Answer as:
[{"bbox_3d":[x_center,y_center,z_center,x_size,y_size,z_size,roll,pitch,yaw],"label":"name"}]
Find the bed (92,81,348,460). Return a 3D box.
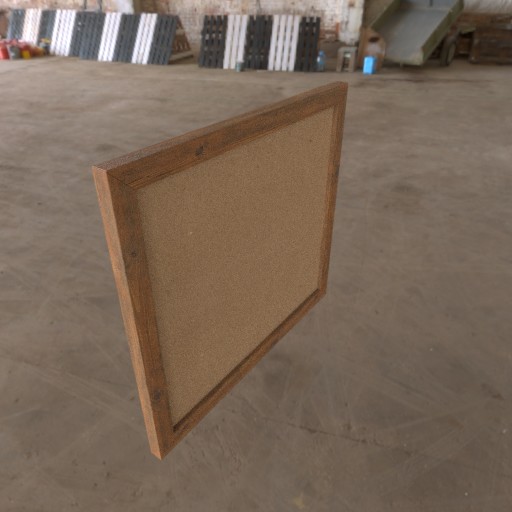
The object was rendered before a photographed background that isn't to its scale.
[{"bbox_3d":[0.000,0.000,1.480,0.046,0.942,1.046,22,38,30],"label":"bed"}]
